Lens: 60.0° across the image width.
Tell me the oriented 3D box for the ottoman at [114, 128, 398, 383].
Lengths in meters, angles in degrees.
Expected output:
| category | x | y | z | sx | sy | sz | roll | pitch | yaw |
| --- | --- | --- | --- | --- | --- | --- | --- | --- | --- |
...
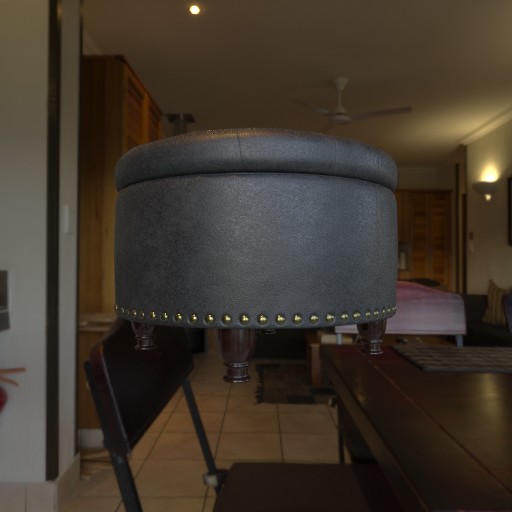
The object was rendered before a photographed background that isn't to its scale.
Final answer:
| category | x | y | z | sx | sy | sz | roll | pitch | yaw |
| --- | --- | --- | --- | --- | --- | --- | --- | --- | --- |
| ottoman | 0.000 | 0.000 | 1.043 | 0.637 | 0.442 | 0.637 | 0 | -1 | 0 |
